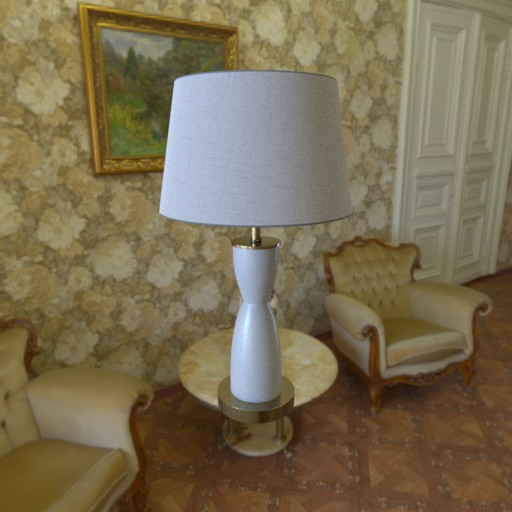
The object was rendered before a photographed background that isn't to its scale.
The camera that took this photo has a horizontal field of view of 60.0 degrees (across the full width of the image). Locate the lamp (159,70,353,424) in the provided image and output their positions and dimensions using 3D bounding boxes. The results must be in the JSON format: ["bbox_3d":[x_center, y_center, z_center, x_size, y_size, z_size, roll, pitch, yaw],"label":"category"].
[{"bbox_3d":[0.000,0.000,0.742,0.309,0.545,0.309,0,14,0],"label":"lamp"}]
